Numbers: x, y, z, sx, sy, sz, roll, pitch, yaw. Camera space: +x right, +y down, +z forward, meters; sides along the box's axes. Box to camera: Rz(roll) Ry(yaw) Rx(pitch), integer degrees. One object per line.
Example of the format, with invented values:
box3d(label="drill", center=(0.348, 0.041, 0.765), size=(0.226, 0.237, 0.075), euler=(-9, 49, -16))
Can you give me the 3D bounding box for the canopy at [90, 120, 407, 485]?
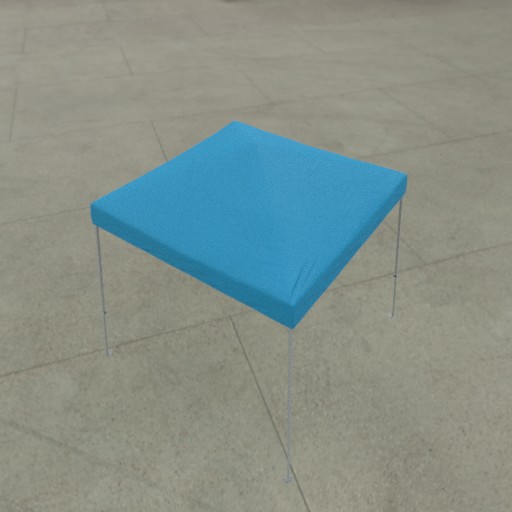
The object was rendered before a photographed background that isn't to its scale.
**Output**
box3d(label="canopy", center=(0.000, 0.000, 5.157), size=(2.849, 2.850, 2.850), euler=(25, 47, 26))
